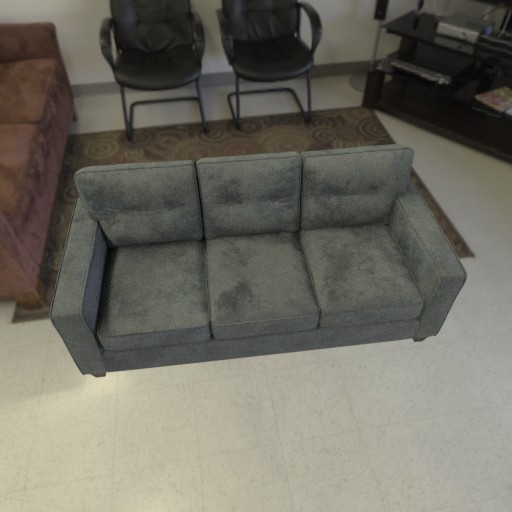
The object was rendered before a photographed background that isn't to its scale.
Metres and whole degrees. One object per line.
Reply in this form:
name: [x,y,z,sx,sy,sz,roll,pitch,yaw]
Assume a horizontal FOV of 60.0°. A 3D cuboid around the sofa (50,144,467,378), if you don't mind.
sofa: [0.000,0.000,2.627,2.133,0.965,0.939,-5,47,-5]
